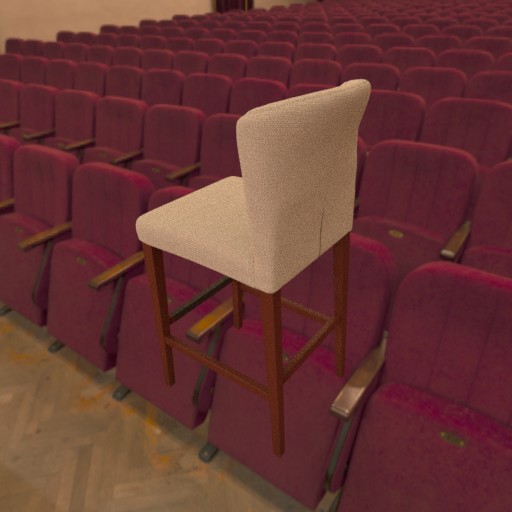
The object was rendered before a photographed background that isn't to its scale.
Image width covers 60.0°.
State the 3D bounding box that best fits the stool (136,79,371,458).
[{"bbox_3d":[0.000,0.000,1.392,0.568,1.069,0.481,20,36,31],"label":"stool"}]
